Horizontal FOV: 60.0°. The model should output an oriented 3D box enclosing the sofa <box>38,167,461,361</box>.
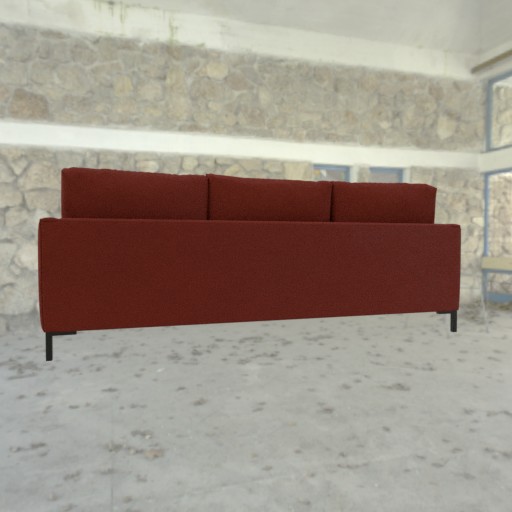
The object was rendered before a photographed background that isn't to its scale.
[{"bbox_3d":[0.000,0.000,2.646,2.252,0.879,0.875,0,2,-17],"label":"sofa"}]
